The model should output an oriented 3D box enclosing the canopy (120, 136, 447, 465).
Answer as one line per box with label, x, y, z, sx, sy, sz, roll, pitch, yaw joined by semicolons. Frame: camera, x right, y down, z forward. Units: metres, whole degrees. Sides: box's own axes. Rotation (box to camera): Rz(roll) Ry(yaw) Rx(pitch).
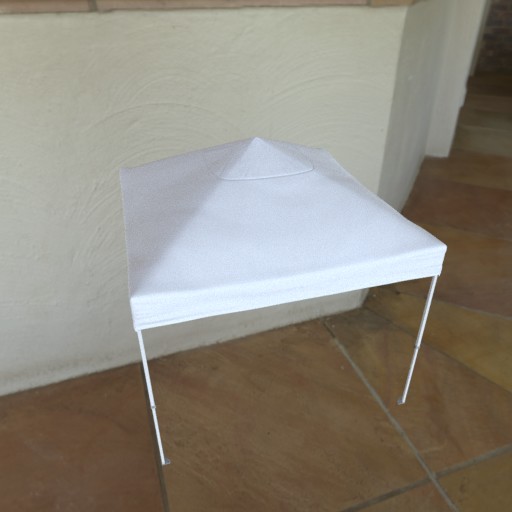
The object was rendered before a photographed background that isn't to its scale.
canopy;0.000;0.000;5.508;2.998;2.997;2.996;-9;33;-14
